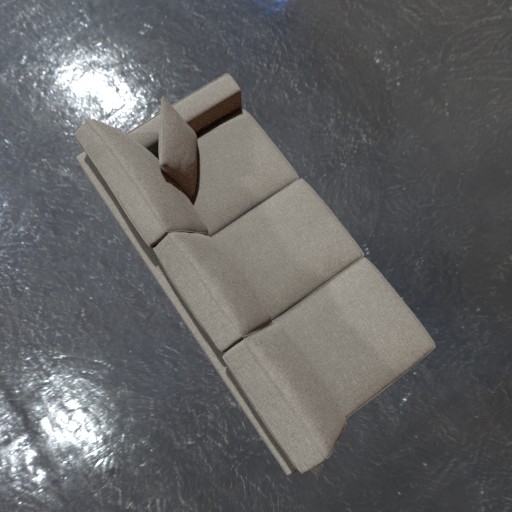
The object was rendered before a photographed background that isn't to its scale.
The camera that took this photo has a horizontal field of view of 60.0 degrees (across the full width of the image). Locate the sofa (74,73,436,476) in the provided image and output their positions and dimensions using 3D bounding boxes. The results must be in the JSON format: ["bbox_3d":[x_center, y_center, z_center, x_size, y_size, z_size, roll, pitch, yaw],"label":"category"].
[{"bbox_3d":[0.000,0.000,2.494,1.034,0.946,1.963,-34,78,-9],"label":"sofa"}]
